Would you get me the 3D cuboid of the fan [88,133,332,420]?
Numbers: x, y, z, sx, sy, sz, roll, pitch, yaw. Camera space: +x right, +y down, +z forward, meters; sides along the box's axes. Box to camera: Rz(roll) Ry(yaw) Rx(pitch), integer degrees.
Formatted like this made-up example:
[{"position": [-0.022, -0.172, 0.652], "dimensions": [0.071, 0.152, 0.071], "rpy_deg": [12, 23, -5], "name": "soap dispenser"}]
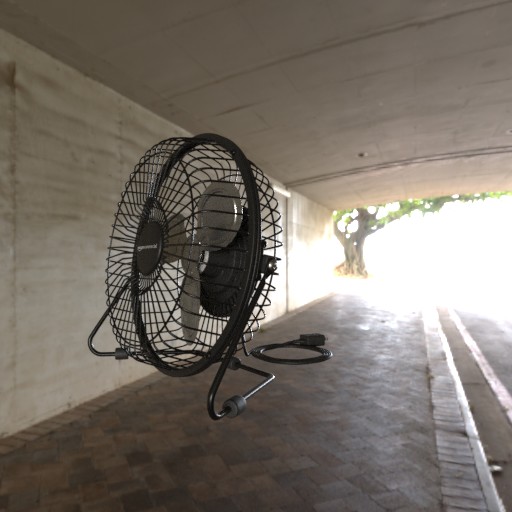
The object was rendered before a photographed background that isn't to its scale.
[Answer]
[{"position": [0.000, 0.000, 0.383], "dimensions": [0.227, 0.188, 0.209], "rpy_deg": [0, 0, -38], "name": "fan"}]
